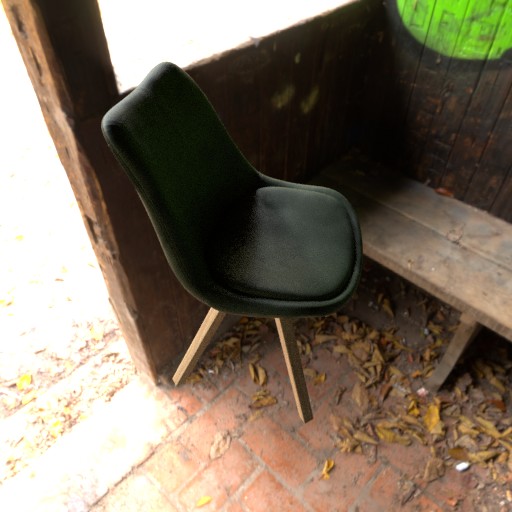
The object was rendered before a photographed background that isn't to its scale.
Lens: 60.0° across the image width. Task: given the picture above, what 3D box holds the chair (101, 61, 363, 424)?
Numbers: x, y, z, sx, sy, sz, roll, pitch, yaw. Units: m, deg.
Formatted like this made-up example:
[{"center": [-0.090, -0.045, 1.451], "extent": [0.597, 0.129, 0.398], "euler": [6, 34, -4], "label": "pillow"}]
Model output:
[{"center": [0.000, 0.000, 1.175], "extent": [0.547, 0.865, 0.483], "euler": [11, 47, 11], "label": "chair"}]
